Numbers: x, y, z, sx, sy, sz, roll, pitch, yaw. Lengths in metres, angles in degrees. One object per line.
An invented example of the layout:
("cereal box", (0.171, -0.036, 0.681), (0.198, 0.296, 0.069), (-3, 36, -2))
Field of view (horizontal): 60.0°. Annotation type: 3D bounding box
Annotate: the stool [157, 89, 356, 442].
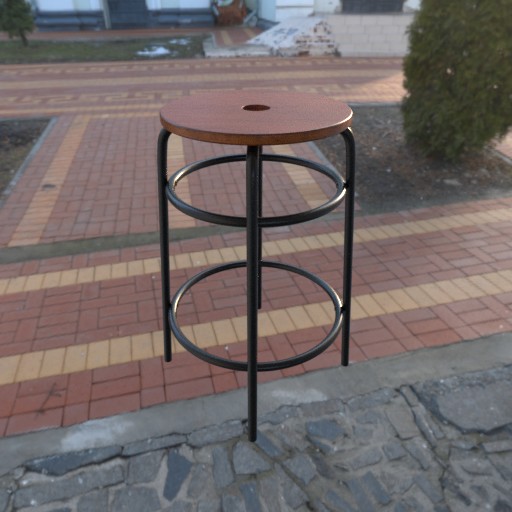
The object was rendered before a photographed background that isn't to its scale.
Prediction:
("stool", (0.000, 0.000, 0.938), (0.455, 0.610, 0.455), (1, 31, 2))
